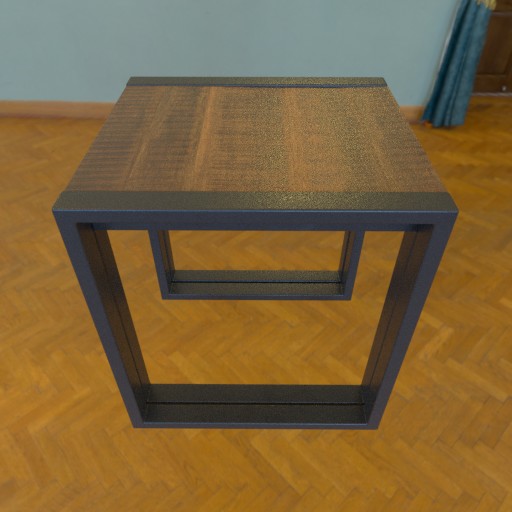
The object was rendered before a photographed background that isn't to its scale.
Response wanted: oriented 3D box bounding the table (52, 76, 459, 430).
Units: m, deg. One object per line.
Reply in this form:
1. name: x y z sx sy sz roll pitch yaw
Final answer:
1. table: 0.000 0.000 0.890 0.500 0.550 0.449 0 42 0
